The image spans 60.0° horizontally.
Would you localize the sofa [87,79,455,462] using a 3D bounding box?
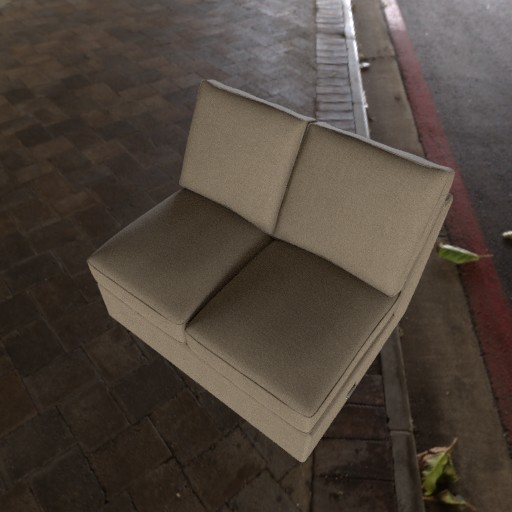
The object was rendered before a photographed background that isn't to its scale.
[{"bbox_3d":[0.000,0.000,1.972,1.232,1.006,0.978,29,53,25],"label":"sofa"}]
